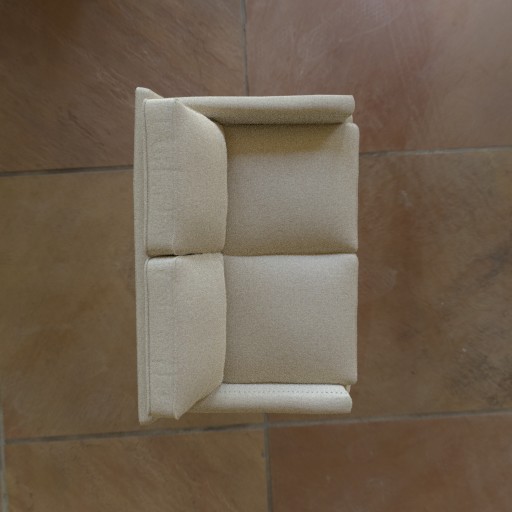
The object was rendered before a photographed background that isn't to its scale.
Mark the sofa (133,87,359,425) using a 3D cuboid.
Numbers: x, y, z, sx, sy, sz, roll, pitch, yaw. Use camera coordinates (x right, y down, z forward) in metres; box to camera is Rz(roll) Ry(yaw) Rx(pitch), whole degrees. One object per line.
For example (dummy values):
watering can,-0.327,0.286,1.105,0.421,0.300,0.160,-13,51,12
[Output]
sofa,0.000,0.000,2.315,1.084,1.003,1.597,0,92,-1
